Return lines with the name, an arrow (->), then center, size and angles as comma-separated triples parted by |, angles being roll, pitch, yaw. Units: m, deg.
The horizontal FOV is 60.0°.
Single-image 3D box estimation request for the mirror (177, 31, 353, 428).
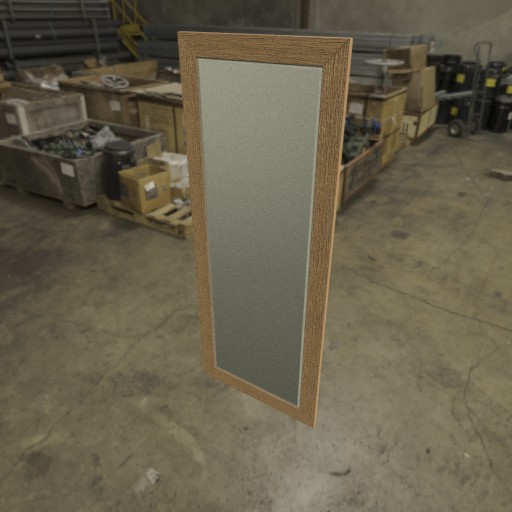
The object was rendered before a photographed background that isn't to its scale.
mirror -> 0.000, 0.000, 2.269 | 0.812, 2.031, 0.026 | 18, 34, 29
